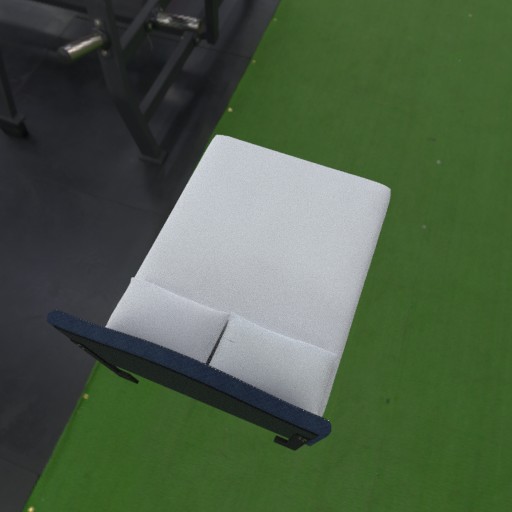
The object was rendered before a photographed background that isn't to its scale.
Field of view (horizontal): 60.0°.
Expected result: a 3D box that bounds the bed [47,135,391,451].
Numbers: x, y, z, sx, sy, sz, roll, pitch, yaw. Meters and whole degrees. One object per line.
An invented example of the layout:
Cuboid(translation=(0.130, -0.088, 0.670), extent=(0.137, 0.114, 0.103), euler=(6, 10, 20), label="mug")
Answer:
Cuboid(translation=(0.000, 0.000, 3.247), extent=(1.725, 1.518, 2.153), euler=(19, 65, 9), label="bed")
